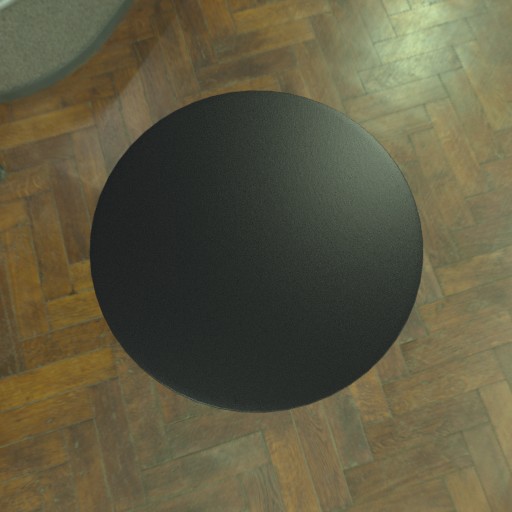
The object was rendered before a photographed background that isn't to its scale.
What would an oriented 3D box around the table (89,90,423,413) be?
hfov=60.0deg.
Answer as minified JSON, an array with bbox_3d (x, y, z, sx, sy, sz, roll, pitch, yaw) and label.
[{"bbox_3d":[0.000,0.000,1.599,1.029,0.491,1.029,0,76,0],"label":"table"}]
